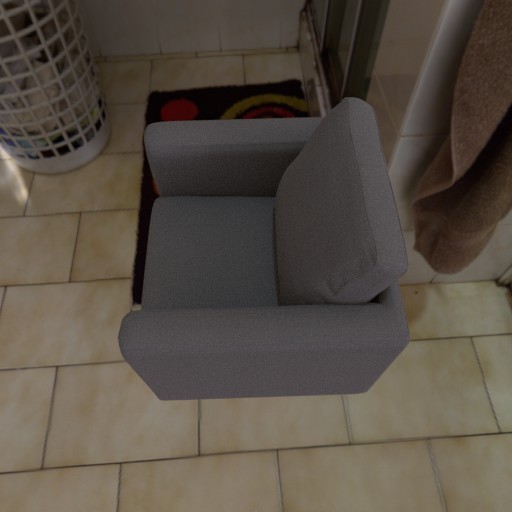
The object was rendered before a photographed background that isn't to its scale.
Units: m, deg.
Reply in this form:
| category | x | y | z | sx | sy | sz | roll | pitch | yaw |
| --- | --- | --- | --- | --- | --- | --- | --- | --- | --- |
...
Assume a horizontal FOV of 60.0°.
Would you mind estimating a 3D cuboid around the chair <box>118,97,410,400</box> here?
| category | x | y | z | sx | sy | sz | roll | pitch | yaw |
| --- | --- | --- | --- | --- | --- | --- | --- | --- | --- |
| chair | 0.000 | 0.000 | 1.560 | 0.800 | 0.927 | 0.854 | -2 | 60 | -1 |
